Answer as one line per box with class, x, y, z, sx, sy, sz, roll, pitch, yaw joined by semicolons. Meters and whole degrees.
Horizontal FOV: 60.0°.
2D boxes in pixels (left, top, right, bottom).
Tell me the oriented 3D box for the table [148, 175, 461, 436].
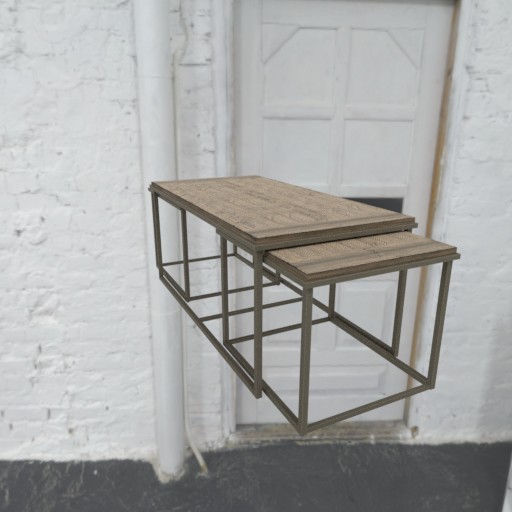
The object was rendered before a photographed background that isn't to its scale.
table;0.000;0.000;1.565;0.489;0.427;1.312;-9;20;-25
